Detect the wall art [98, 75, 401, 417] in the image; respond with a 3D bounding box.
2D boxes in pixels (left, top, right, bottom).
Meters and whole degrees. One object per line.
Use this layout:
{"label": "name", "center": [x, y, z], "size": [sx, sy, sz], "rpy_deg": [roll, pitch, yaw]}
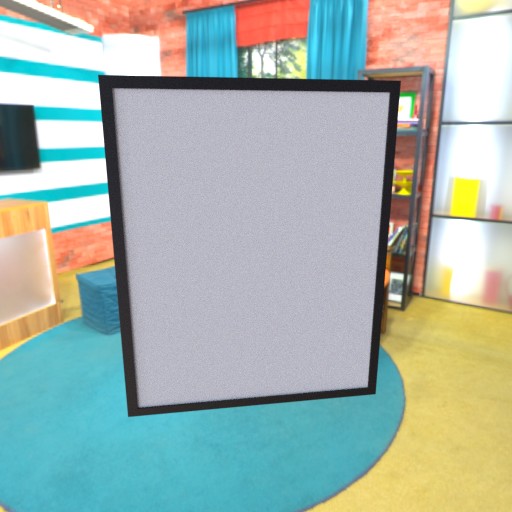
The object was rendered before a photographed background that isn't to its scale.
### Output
{"label": "wall art", "center": [0.000, 0.000, 0.531], "size": [0.325, 0.397, 0.018], "rpy_deg": [-2, 15, -9]}
